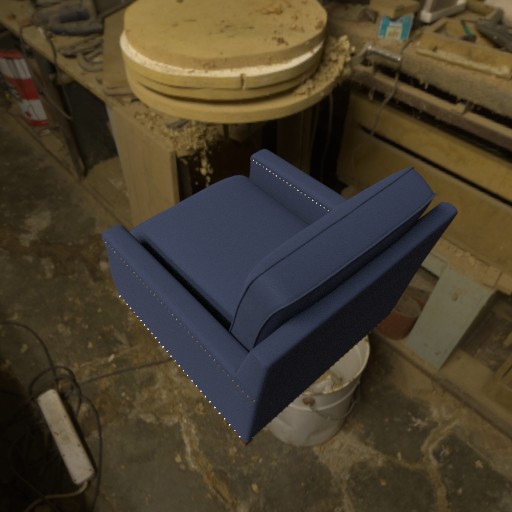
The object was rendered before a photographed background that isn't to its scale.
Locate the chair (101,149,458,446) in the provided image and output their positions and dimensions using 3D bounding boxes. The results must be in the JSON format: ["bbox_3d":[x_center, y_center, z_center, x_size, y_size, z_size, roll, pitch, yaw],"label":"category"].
[{"bbox_3d":[0.000,0.000,1.725,0.853,0.943,1.014,-33,56,-27],"label":"chair"}]
